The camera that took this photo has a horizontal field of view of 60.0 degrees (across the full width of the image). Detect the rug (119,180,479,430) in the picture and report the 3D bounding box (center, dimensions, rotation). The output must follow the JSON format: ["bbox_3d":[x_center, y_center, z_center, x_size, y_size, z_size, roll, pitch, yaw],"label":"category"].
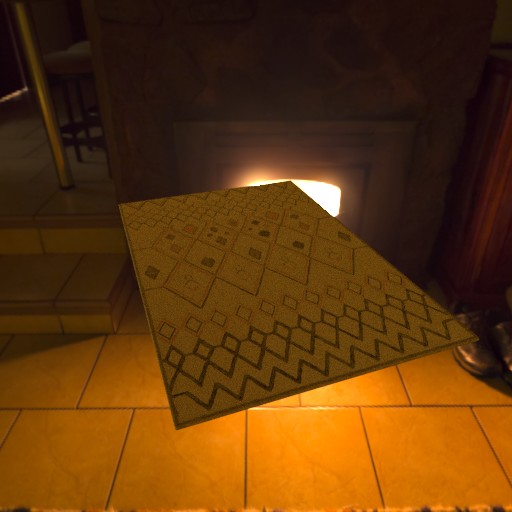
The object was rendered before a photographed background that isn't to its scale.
[{"bbox_3d":[0.000,0.000,2.314,1.219,0.016,1.829,-11,32,-17],"label":"rug"}]
